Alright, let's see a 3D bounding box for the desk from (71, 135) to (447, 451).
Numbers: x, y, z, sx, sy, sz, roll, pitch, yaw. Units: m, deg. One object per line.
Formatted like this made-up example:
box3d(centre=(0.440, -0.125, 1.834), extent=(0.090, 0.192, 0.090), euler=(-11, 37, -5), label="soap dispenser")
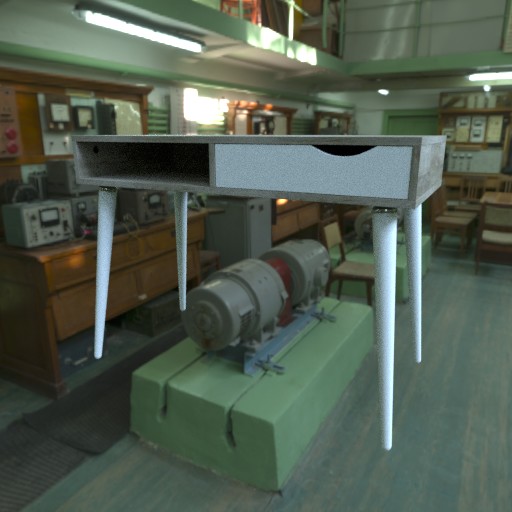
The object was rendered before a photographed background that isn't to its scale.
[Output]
box3d(centre=(0.000, 0.000, 1.378), extent=(0.979, 0.723, 0.491), euler=(8, 17, 27), label="desk")
